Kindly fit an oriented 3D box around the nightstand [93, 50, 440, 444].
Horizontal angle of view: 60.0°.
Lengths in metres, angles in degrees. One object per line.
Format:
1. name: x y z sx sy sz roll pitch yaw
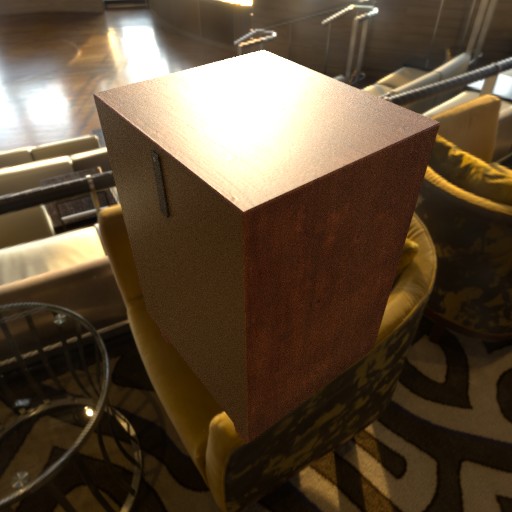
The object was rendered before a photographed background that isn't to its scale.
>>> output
1. nightstand: 0.000 0.000 1.002 0.410 0.695 0.465 -27 49 -27
